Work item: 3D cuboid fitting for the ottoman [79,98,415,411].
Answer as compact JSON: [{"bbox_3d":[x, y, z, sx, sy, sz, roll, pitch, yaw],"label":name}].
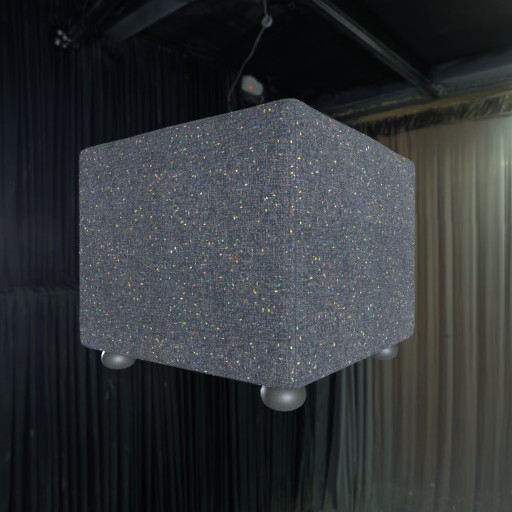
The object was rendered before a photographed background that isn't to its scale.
[{"bbox_3d":[0.000,0.000,0.901,0.508,0.432,0.508,0,0,37],"label":"ottoman"}]
